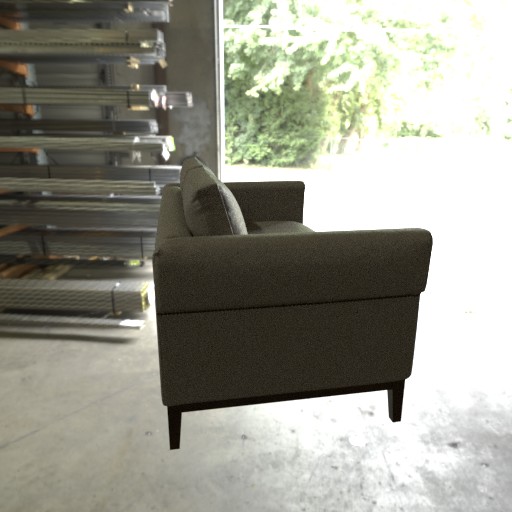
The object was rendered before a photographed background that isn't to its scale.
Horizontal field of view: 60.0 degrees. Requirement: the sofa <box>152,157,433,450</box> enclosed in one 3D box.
[{"bbox_3d":[0.000,0.000,2.153,0.899,0.873,1.598,-3,16,-10],"label":"sofa"}]
